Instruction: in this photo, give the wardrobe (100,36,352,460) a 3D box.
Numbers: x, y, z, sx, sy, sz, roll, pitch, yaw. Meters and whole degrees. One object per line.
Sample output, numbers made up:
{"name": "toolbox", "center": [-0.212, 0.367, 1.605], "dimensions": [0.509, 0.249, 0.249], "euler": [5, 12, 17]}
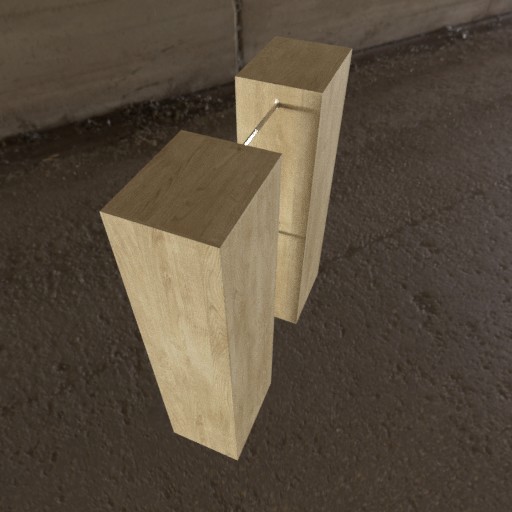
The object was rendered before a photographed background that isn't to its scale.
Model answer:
{"name": "wardrobe", "center": [0.000, 0.000, 2.819], "dimensions": [0.480, 2.000, 1.770], "euler": [17, 49, 15]}
